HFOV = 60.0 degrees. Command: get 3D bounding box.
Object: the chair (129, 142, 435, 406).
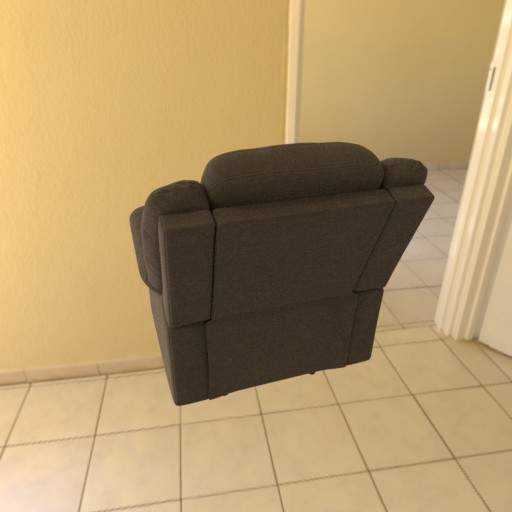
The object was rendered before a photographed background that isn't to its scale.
[{"bbox_3d":[0.000,0.000,1.738,0.899,1.008,0.944,-9,28,-17],"label":"chair"}]
